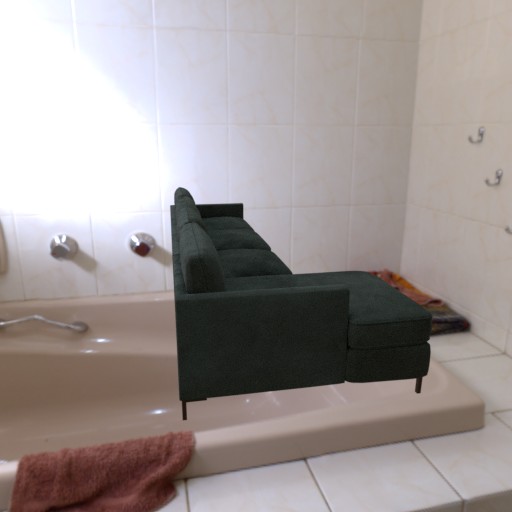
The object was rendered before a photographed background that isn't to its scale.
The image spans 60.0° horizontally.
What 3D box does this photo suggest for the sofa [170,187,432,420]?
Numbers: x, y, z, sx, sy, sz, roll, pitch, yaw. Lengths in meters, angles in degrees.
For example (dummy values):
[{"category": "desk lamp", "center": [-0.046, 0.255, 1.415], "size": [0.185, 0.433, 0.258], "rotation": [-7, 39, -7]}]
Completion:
[{"category": "sofa", "center": [0.000, 0.000, 4.053], "size": [1.500, 0.967, 3.400], "rotation": [-3, 15, -11]}]
